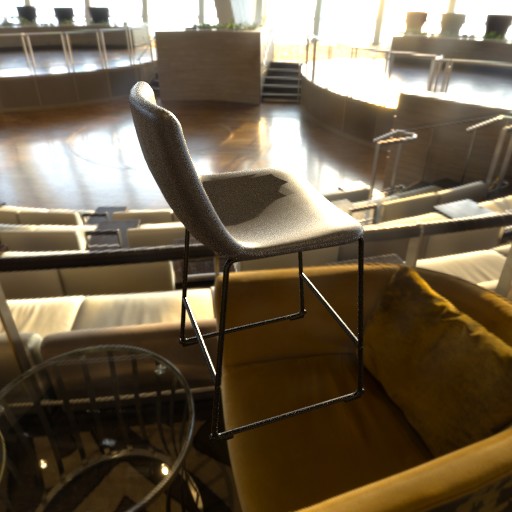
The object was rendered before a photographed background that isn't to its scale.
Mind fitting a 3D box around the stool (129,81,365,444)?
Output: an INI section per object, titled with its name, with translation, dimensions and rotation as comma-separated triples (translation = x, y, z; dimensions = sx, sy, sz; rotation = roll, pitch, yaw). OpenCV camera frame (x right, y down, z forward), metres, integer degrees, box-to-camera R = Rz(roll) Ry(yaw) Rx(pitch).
[stool]
translation = 0.000, 0.000, 1.199
dimensions = 0.546, 0.876, 0.470
rotation = -11, 33, -17
